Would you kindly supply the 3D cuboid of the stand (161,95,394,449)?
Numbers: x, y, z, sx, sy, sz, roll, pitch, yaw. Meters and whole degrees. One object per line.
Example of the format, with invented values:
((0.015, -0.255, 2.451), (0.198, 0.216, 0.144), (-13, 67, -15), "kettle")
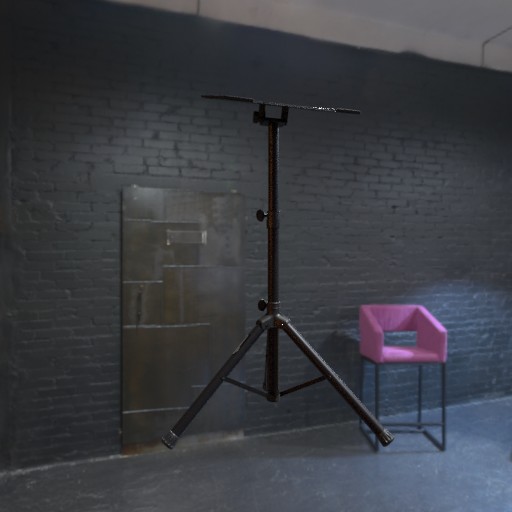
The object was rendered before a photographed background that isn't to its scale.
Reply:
((0.000, 0.000, 1.602), (0.702, 1.198, 0.702), (0, 0, -18), "stand")
